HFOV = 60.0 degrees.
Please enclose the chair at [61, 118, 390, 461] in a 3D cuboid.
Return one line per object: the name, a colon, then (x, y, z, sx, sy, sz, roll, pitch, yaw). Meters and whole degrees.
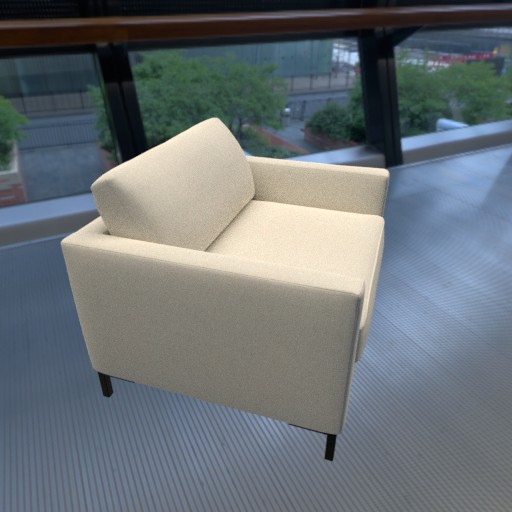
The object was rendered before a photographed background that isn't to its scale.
chair: (0.000, 0.000, 1.619, 0.875, 0.806, 0.964, 9, 31, 16)
